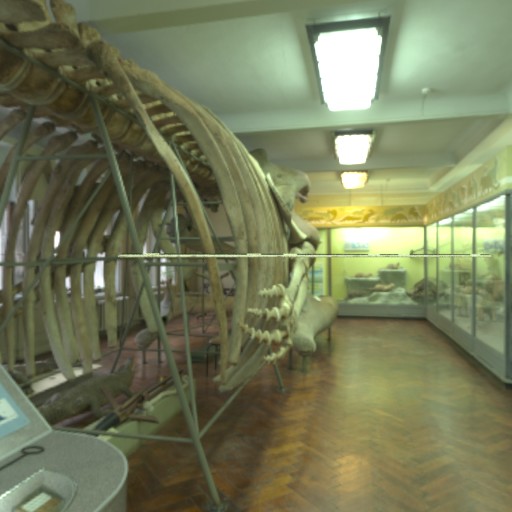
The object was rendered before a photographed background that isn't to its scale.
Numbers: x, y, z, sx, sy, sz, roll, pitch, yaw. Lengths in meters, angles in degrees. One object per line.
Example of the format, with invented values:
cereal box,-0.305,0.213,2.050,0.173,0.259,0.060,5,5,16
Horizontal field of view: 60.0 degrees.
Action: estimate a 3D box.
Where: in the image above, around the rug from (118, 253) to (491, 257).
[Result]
rug,0.000,0.000,4.152,2.466,0.021,3.049,0,0,-18
